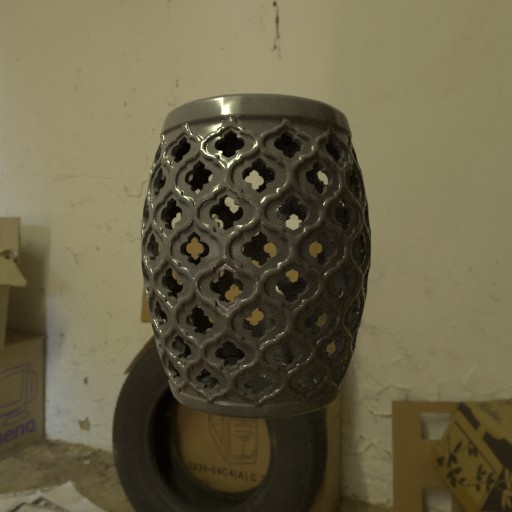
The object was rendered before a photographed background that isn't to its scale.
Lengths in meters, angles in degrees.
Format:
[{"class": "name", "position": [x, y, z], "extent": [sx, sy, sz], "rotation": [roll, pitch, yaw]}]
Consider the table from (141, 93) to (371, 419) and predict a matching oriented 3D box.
[{"class": "table", "position": [0.000, 0.000, 0.647], "extent": [0.325, 0.388, 0.325], "rotation": [0, 1, 0]}]
